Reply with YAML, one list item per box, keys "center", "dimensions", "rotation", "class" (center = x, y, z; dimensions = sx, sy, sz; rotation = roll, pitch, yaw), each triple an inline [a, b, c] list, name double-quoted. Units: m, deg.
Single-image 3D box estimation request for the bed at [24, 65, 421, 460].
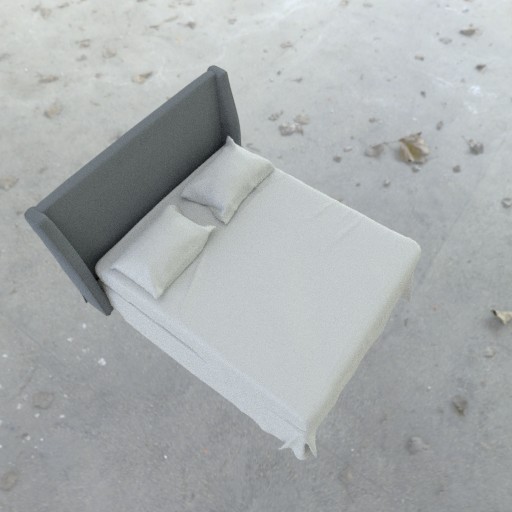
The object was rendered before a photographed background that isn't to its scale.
- center: [0.000, 0.000, 3.378]
  dimensions: [2.276, 1.332, 1.925]
  rotation: [32, 63, 18]
  class: "bed"
